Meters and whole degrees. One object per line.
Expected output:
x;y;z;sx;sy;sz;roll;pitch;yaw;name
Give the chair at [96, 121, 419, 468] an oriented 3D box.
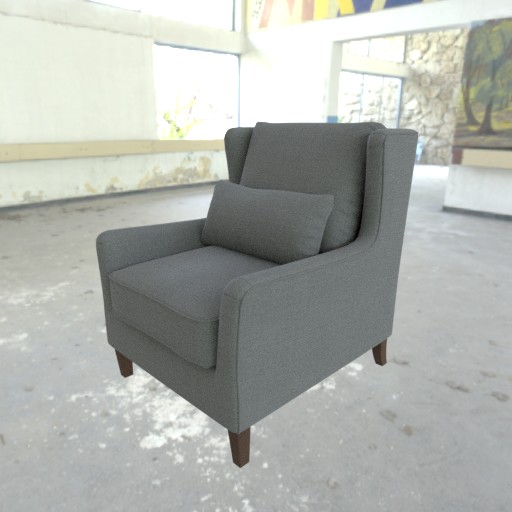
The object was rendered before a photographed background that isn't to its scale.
0.000;0.000;1.816;1.040;1.056;0.866;-16;23;-42;chair
